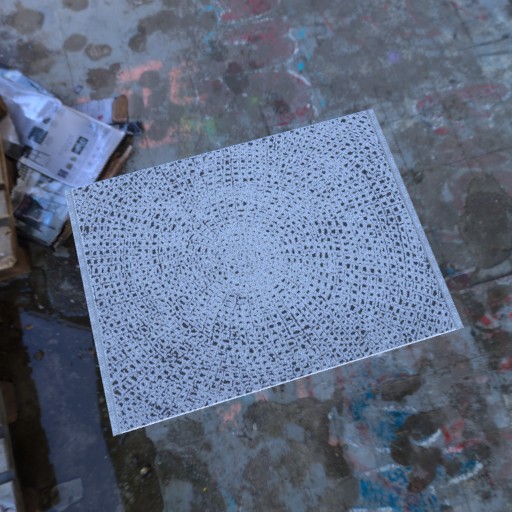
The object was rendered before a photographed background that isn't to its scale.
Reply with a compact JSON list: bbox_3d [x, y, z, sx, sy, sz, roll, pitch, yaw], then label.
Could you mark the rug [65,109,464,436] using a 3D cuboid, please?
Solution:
[{"bbox_3d":[0.000,0.000,2.119,1.634,0.003,1.190,-16,75,-4],"label":"rug"}]
